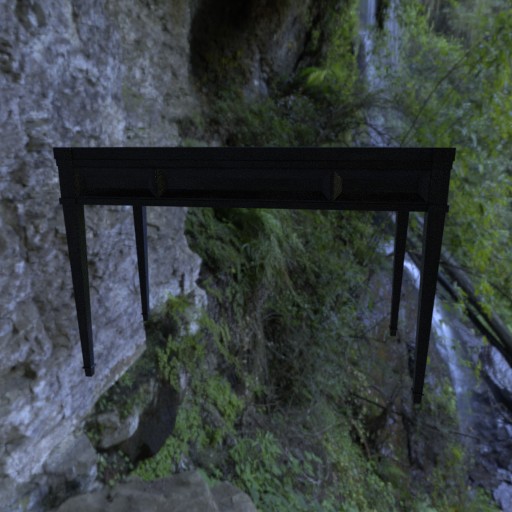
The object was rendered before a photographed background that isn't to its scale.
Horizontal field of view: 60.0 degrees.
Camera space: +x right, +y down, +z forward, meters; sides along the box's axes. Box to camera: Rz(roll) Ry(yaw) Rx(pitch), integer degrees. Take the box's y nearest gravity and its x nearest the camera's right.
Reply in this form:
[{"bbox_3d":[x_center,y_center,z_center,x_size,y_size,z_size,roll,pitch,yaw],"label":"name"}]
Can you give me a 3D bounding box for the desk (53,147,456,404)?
[{"bbox_3d":[0.000,0.000,1.803,1.289,0.861,0.630,2,14,8],"label":"desk"}]
